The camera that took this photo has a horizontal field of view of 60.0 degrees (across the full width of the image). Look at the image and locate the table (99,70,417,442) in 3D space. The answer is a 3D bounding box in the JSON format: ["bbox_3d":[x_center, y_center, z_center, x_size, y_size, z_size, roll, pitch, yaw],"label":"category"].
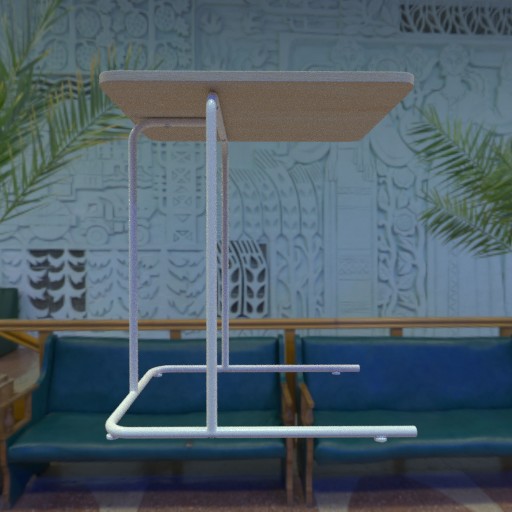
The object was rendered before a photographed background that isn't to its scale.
[{"bbox_3d":[0.000,0.000,0.841,0.480,0.550,0.370,0,1,-1],"label":"table"}]
